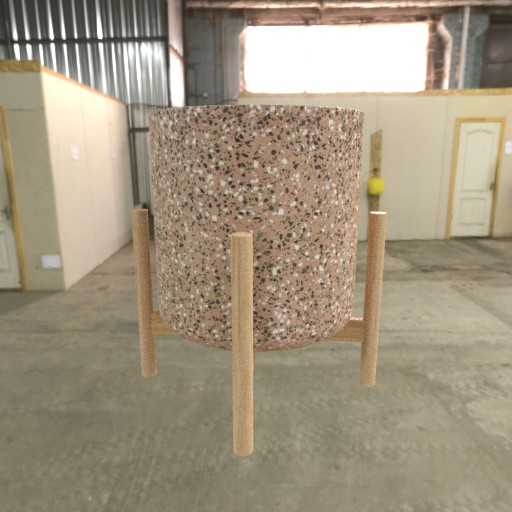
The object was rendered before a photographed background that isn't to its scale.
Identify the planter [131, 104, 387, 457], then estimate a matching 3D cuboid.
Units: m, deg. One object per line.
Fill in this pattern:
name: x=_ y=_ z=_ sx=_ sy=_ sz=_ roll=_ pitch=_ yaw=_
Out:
planter: x=0.000 y=0.000 z=0.688 sx=0.360 sy=0.419 sz=0.360 roll=7 pitch=15 yaw=27
